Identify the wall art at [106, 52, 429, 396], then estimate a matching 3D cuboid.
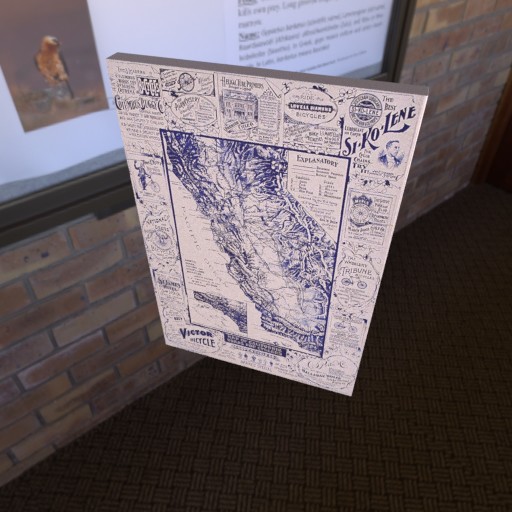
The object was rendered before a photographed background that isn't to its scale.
[{"bbox_3d":[0.000,0.000,0.930,0.511,0.753,0.039,12,42,14],"label":"wall art"}]
